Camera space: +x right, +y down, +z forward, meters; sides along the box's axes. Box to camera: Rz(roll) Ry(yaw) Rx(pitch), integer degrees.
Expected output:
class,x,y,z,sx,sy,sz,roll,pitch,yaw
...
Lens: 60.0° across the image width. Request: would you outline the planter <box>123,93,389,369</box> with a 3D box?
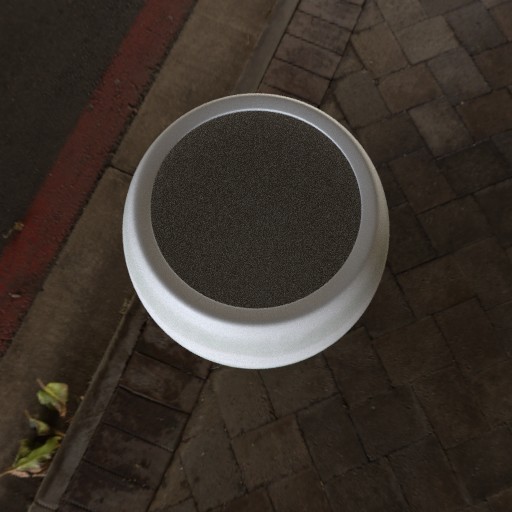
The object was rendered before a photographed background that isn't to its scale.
class,x,y,z,sx,sy,sz,roll,pitch,yaw
planter,0.000,0.000,0.328,0.161,0.224,0.161,0,76,0
